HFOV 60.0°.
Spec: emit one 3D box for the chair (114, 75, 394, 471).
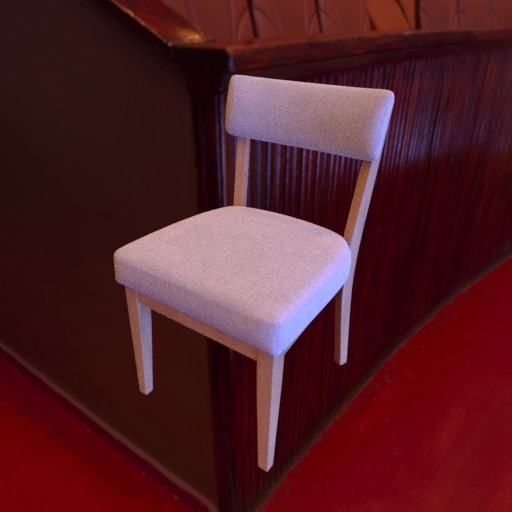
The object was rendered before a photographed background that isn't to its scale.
[{"bbox_3d":[0.000,0.000,1.197,0.508,0.832,0.572,19,35,30],"label":"chair"}]
